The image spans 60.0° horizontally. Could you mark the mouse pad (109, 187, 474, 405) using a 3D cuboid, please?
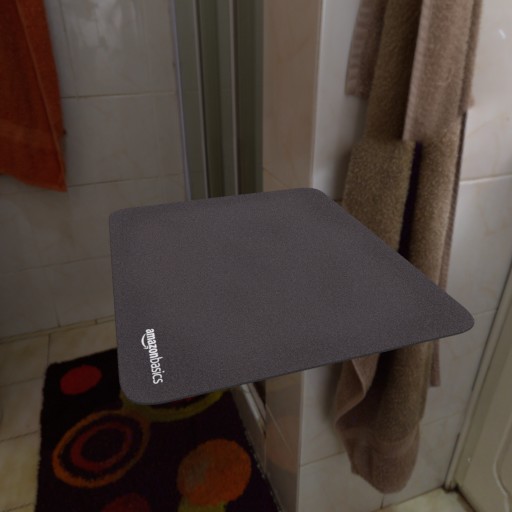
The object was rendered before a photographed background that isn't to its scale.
[{"bbox_3d":[0.000,0.000,0.431,0.269,0.002,0.315,-9,31,-15],"label":"mouse pad"}]
